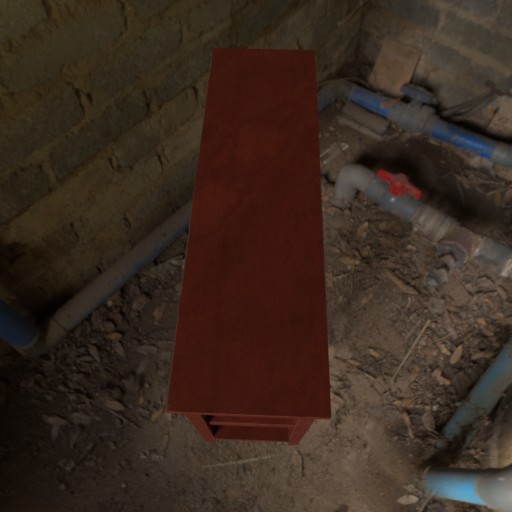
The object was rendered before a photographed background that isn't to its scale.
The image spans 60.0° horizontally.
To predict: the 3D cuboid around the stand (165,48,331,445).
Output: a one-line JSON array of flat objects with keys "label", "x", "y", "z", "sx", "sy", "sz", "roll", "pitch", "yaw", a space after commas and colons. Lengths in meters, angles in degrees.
[{"label": "stand", "x": 0.000, "y": 0.000, "z": 1.772, "sx": 0.410, "sy": 0.872, "sz": 1.362, "roll": 2, "pitch": 61, "yaw": 1}]
